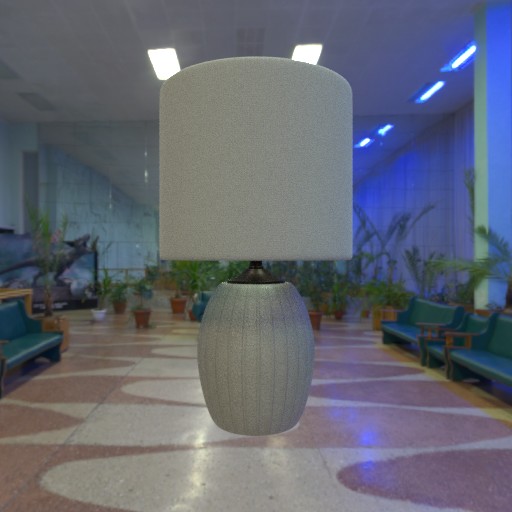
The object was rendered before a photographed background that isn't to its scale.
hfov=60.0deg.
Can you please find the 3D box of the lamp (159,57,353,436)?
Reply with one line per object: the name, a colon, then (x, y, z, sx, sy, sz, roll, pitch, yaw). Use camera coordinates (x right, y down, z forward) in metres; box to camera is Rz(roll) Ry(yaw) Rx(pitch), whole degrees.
lamp: (0.000, 0.000, 0.771, 0.328, 0.570, 0.328, 0, 0, 0)
